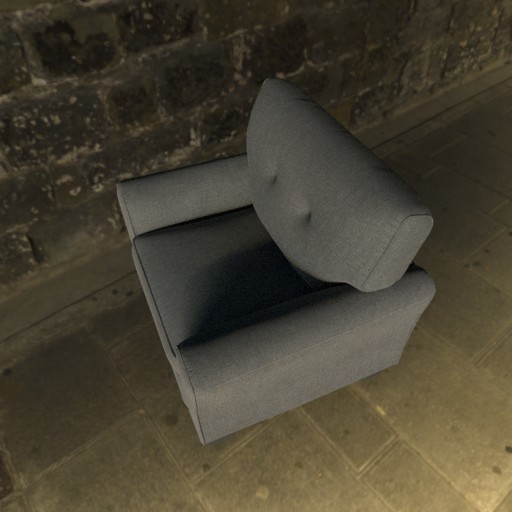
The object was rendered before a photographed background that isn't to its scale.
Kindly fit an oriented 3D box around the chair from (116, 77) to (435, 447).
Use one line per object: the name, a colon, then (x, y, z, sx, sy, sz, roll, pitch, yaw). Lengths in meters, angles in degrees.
chair: (0.000, 0.000, 1.601, 0.816, 0.890, 0.941, -18, 48, -16)
